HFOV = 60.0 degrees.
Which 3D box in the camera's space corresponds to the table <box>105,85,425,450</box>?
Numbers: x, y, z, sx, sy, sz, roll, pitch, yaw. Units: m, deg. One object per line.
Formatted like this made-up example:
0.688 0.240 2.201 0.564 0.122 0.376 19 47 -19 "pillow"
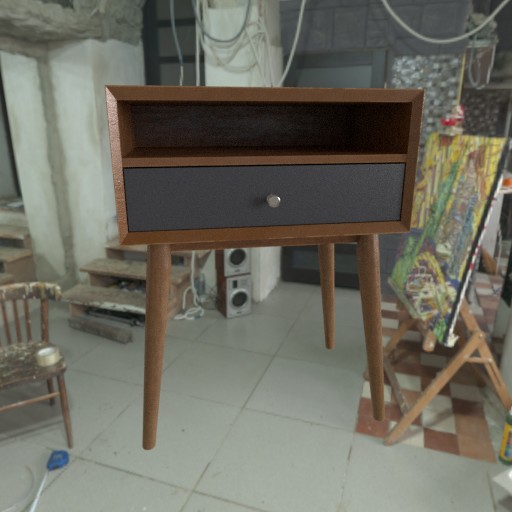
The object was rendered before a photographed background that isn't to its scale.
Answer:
0.000 0.000 0.839 0.454 0.580 0.307 -3 17 -10 "table"
